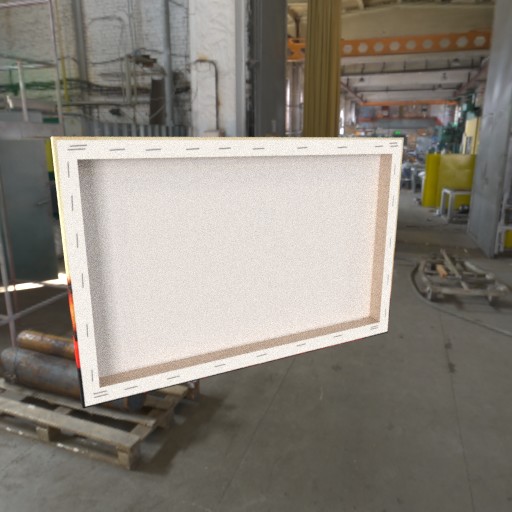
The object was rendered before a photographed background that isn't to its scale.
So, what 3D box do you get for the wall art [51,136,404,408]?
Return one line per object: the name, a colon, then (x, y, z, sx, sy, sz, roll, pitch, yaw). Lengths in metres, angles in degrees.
wall art: (0.000, 0.000, 0.777, 0.613, 0.402, 0.040, -7, 16, -26)
